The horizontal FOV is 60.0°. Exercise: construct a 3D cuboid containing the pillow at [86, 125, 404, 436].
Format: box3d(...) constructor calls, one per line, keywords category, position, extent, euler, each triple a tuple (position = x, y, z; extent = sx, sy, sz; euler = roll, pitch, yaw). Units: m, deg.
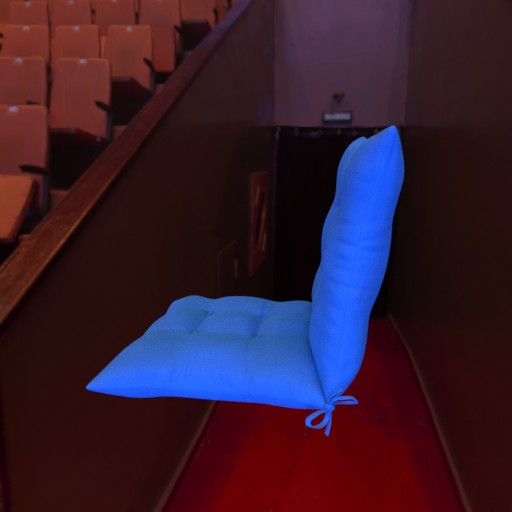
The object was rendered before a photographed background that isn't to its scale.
box3d(category="pillow", position=(0.000, 0.000, 0.999), extent=(0.585, 0.536, 0.541), euler=(2, 14, 8))
